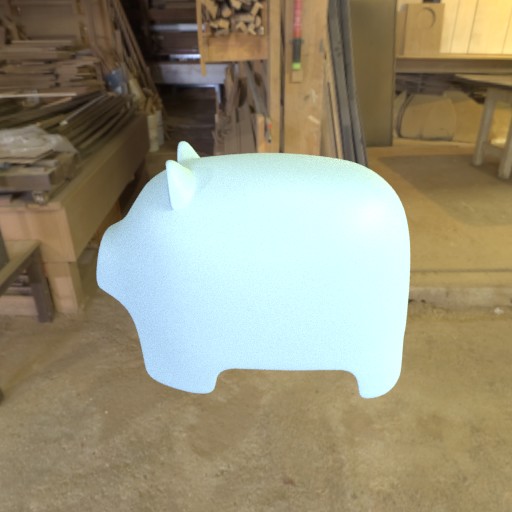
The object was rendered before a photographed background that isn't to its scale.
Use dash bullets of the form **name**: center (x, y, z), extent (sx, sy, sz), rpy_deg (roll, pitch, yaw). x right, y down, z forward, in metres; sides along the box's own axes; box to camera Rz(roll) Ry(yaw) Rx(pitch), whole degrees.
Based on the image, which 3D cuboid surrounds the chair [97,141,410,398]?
- **chair**: center (0.000, 0.000, 0.888), extent (0.619, 0.423, 0.364), rpy_deg (0, 27, 0)
